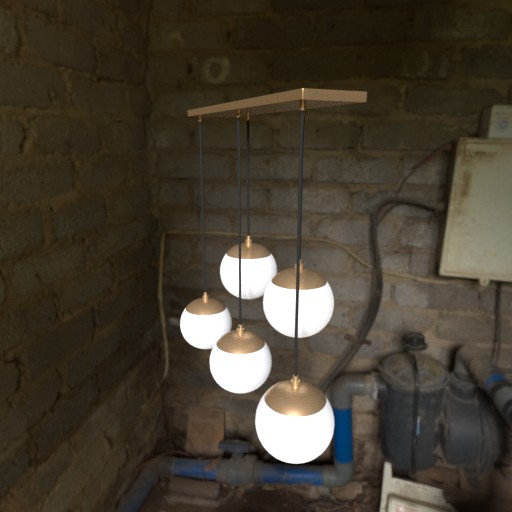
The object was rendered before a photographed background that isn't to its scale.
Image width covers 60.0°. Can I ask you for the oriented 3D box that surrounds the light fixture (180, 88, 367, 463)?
[{"bbox_3d":[0.000,0.000,1.331,0.299,0.869,0.863,-7,16,-24],"label":"light fixture"}]
